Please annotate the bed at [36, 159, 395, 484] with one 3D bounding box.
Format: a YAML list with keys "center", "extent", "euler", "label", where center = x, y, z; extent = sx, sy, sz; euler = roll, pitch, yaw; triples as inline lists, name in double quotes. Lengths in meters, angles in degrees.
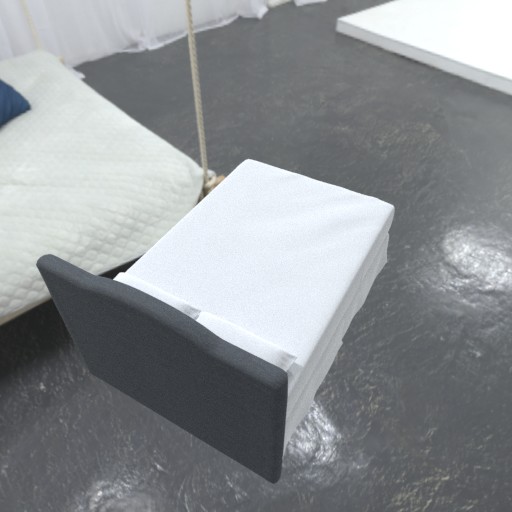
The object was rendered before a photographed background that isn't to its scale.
- center: [0.000, 0.000, 3.582]
  extent: [1.747, 1.441, 2.507]
  euler: [22, 49, 21]
  label: "bed"
